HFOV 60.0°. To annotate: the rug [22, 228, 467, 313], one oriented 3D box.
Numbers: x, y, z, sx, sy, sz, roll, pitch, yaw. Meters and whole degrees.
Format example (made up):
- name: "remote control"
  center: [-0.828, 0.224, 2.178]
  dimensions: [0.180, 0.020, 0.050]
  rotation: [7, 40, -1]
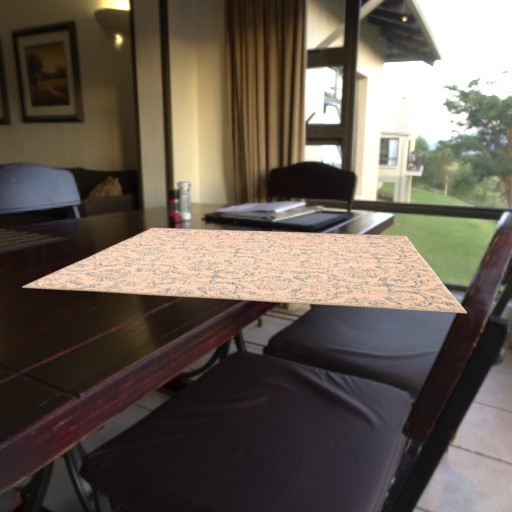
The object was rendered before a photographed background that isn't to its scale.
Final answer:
- name: "rug"
  center: [0.000, 0.000, 4.039]
  dimensions: [2.980, 0.012, 2.363]
  rotation: [2, 14, 9]
